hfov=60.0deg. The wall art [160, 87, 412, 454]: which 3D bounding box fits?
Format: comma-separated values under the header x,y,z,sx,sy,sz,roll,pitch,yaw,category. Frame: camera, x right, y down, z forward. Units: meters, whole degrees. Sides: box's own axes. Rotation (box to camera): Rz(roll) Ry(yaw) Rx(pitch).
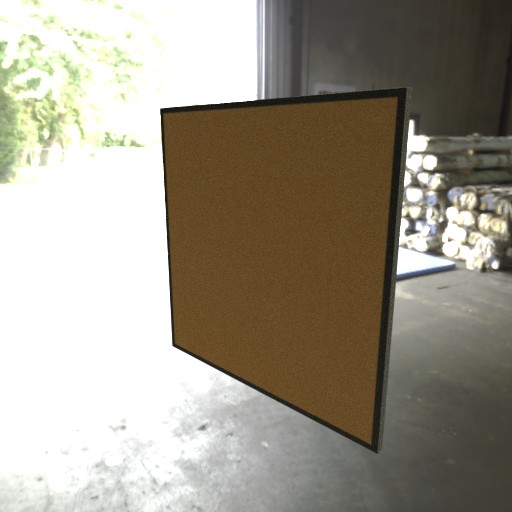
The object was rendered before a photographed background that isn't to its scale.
x,y,z,sx,sy,sz,roll,pitch,yaw,category
0.000,0.000,1.207,0.805,0.803,0.022,14,20,42,wall art
